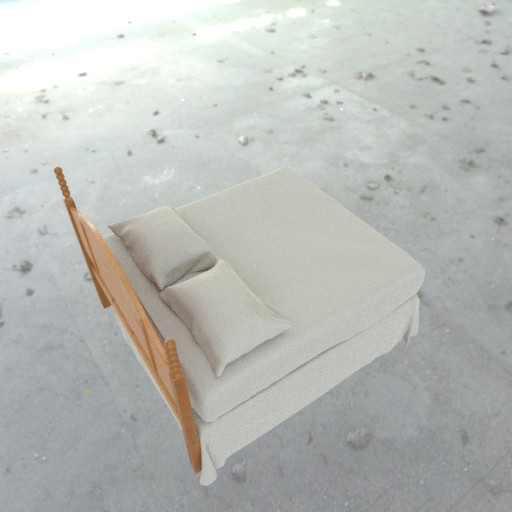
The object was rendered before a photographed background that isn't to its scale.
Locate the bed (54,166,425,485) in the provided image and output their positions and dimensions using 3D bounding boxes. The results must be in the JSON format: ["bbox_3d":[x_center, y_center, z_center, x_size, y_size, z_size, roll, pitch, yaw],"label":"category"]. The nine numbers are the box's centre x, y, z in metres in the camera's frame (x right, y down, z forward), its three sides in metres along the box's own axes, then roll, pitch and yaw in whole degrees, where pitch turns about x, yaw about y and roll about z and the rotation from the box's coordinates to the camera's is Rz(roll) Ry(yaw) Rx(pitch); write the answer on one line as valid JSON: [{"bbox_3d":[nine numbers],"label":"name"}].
[{"bbox_3d":[0.000,0.000,3.196,2.040,1.356,1.873,-25,49,-24],"label":"bed"}]
